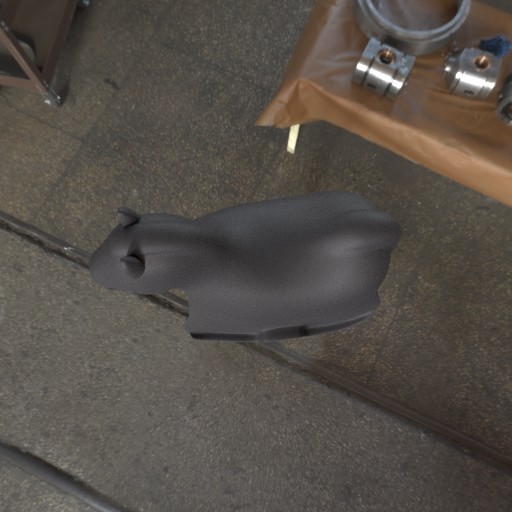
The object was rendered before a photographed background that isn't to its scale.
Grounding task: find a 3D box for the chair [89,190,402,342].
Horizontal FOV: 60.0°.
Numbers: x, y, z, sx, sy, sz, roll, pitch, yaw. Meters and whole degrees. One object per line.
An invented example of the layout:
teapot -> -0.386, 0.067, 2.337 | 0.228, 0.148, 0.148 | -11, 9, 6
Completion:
chair -> 0.000, 0.000, 1.173 | 0.800, 0.612, 0.429 | -8, 76, -2
